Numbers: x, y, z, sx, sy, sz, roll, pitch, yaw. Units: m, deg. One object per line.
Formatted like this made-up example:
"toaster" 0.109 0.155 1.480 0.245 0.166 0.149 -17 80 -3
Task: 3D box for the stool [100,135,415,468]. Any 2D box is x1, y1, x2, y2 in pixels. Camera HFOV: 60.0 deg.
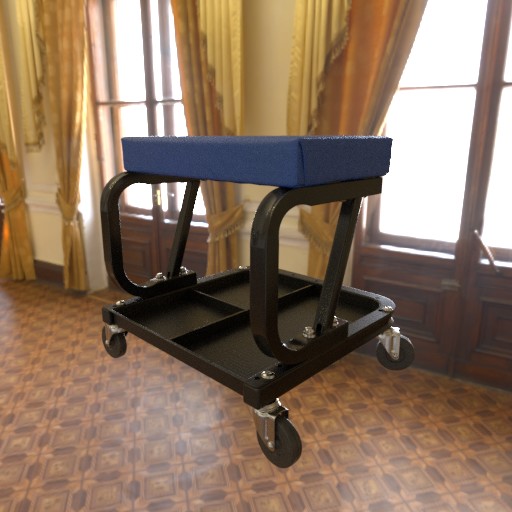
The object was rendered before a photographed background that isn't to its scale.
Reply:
"stool" 0.000 0.000 0.725 0.446 0.380 0.371 14 21 42
